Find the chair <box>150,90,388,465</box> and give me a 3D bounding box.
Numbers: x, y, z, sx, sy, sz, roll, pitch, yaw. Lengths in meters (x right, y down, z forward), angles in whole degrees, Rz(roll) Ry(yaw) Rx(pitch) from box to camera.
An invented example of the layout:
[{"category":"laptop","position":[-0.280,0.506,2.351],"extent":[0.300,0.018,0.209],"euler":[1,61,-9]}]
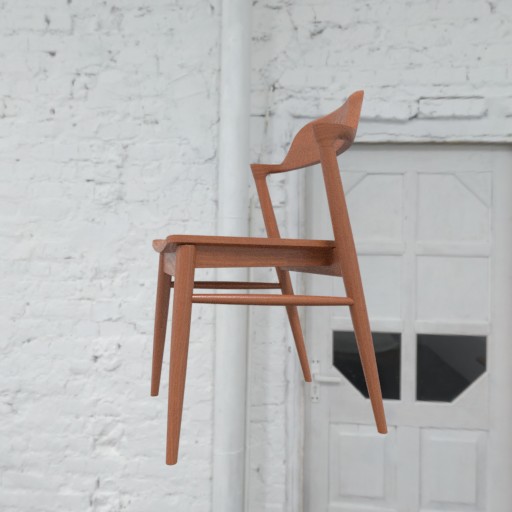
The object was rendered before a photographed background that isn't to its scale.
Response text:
[{"category":"chair","position":[0.000,0.000,1.132],"extent":[0.499,0.801,0.496],"euler":[0,1,-17]}]
